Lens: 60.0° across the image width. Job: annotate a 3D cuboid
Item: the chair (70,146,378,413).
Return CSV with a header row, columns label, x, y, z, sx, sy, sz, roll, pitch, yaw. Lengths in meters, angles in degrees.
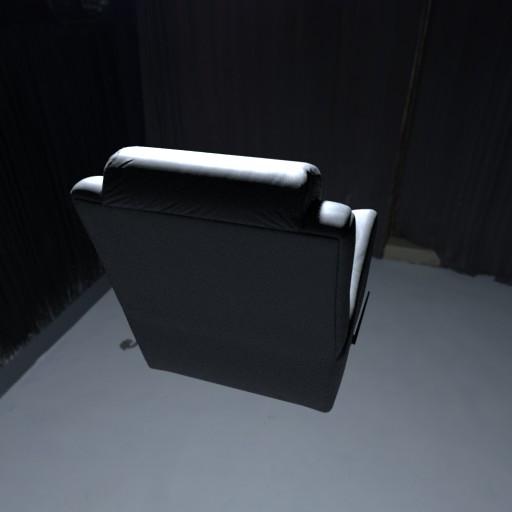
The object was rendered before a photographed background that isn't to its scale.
label,x,y,z,sx,sy,sz,roll,pitch,yaw
chair,0.000,0.000,1.887,0.967,1.116,1.068,9,32,16
